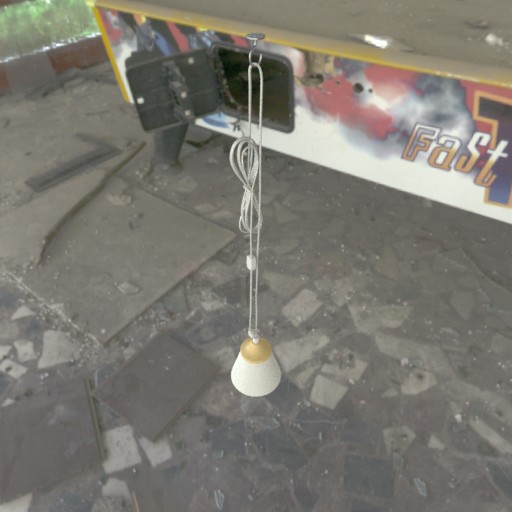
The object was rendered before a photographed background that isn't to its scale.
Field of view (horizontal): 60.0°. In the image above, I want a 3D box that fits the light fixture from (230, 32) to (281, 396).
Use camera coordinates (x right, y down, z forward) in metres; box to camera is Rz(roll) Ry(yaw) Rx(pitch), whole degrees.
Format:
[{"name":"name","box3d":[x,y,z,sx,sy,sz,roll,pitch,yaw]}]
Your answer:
[{"name":"light fixture","box3d":[0.000,0.000,1.049,0.153,0.966,0.153,-12,42,-13]}]
